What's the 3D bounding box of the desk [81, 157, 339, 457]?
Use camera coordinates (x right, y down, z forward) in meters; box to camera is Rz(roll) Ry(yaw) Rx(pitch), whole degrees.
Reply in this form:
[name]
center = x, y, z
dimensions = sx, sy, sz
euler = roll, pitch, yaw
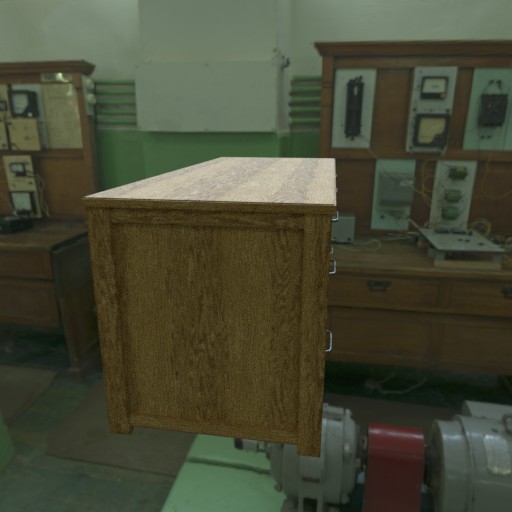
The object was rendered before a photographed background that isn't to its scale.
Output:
[desk]
center = 0.000, 0.000, 1.978
dimensions = 0.685, 0.751, 1.567
euler = 3, 17, 9
